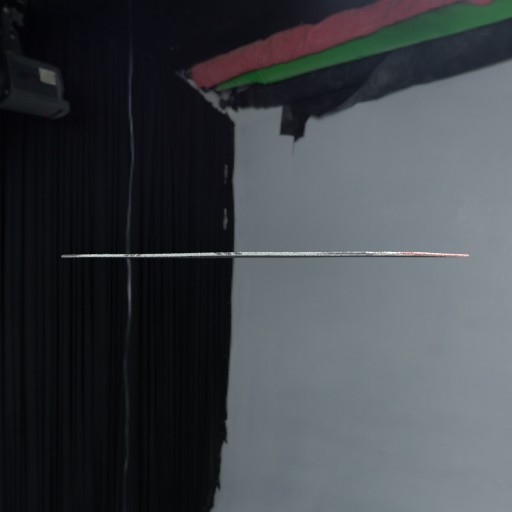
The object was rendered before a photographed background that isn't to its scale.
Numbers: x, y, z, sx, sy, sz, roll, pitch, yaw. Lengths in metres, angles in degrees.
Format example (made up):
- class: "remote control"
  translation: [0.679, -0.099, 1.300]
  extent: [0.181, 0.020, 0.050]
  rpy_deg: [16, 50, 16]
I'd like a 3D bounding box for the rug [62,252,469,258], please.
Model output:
- class: "rug"
  translation: [0.000, 0.000, 3.003]
  extent: [2.446, 0.017, 1.530]
  rpy_deg: [0, -1, 36]
